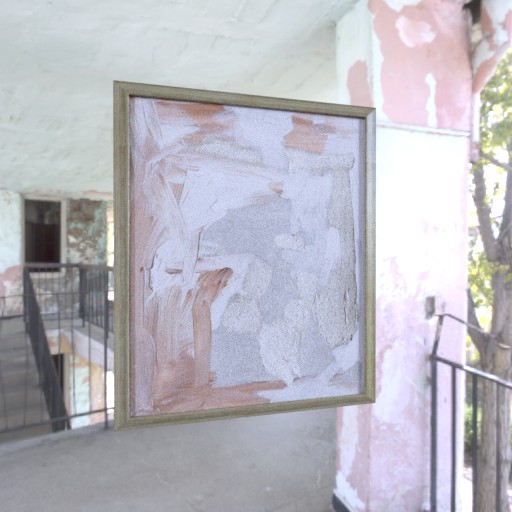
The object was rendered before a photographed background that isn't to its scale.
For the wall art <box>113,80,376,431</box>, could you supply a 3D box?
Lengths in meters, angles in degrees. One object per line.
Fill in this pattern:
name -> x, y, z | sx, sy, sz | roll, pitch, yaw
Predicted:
wall art -> 0.000, 0.000, 0.914 | 0.559, 0.660, 0.018 | 0, 0, -16
